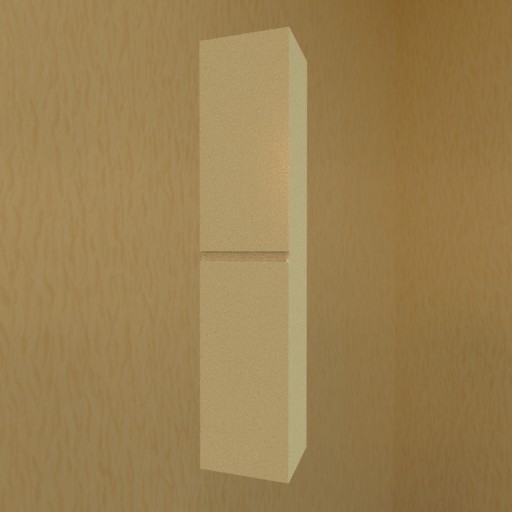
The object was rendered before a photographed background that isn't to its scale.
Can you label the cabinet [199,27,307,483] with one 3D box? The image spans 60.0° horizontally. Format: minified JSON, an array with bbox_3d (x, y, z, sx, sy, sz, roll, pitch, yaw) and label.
[{"bbox_3d":[0.000,0.000,1.532,0.300,1.400,0.269,0,1,18],"label":"cabinet"}]
